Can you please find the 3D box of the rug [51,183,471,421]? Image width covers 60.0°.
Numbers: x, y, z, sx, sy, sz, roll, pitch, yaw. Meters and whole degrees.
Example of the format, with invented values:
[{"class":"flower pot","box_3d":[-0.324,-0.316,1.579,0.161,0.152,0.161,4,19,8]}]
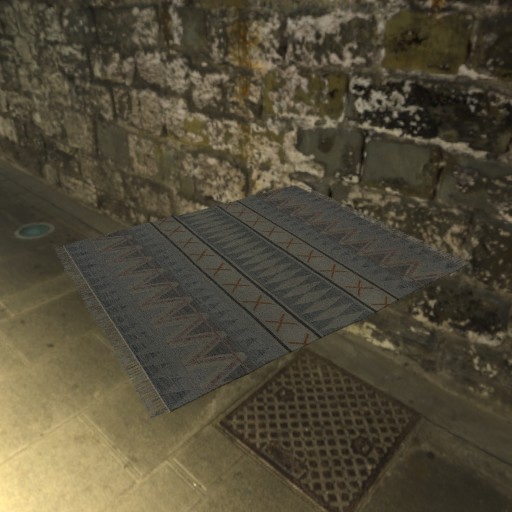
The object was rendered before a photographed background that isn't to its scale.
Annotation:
[{"class":"rug","box_3d":[0.000,0.000,3.995,3.000,0.012,2.371,-19,35,-29]}]
